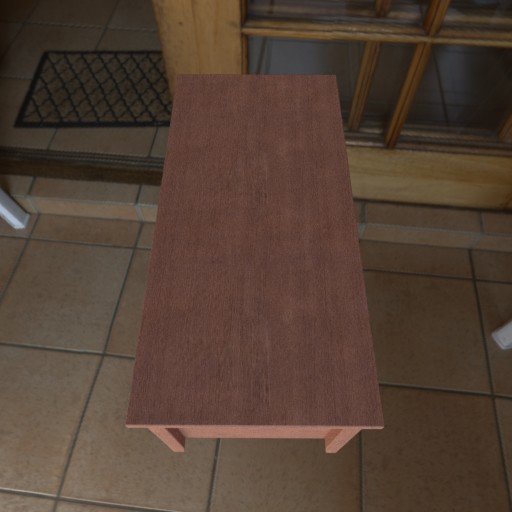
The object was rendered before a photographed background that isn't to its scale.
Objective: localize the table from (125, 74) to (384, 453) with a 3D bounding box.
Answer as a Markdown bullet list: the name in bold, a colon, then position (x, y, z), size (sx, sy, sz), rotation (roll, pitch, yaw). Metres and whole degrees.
- **table**: position (0.000, 0.000, 1.280), size (0.483, 0.457, 1.016), rotation (0, 59, 0)
